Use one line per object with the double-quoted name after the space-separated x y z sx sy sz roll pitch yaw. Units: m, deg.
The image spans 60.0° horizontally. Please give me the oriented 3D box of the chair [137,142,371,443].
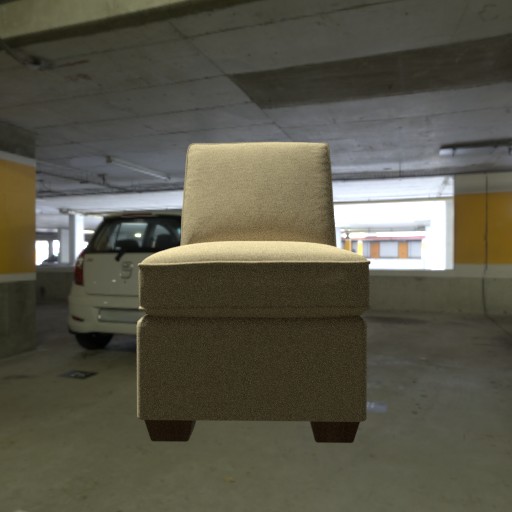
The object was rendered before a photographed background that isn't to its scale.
0.000 0.000 1.571 0.621 0.970 0.938 0 0 1 "chair"
